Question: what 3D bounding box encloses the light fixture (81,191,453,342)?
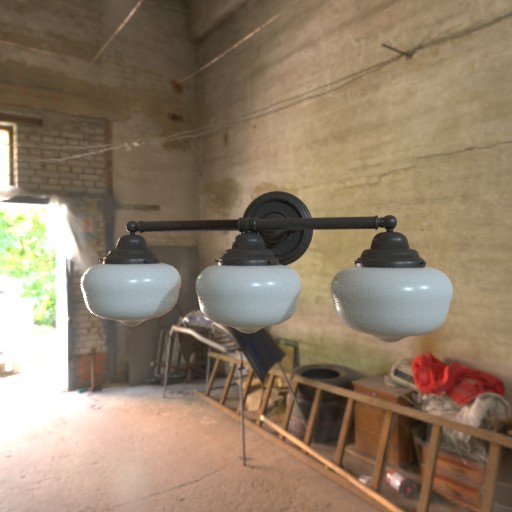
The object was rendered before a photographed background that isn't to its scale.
[{"bbox_3d":[0.000,0.000,0.728,0.587,0.242,0.239,0,1,18],"label":"light fixture"}]
